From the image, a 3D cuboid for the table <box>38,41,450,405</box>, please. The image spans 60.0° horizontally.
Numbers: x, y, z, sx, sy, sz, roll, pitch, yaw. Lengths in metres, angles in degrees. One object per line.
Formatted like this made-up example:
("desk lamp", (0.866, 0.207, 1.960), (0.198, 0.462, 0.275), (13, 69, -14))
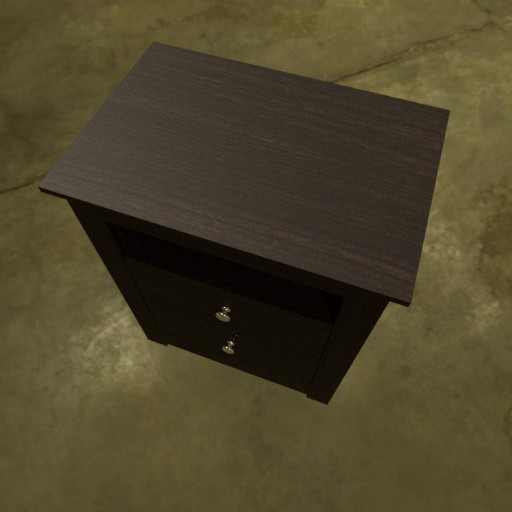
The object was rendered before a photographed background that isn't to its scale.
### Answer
("table", (0.000, 0.000, 1.050), (0.591, 0.711, 0.406), (17, 60, 10))
